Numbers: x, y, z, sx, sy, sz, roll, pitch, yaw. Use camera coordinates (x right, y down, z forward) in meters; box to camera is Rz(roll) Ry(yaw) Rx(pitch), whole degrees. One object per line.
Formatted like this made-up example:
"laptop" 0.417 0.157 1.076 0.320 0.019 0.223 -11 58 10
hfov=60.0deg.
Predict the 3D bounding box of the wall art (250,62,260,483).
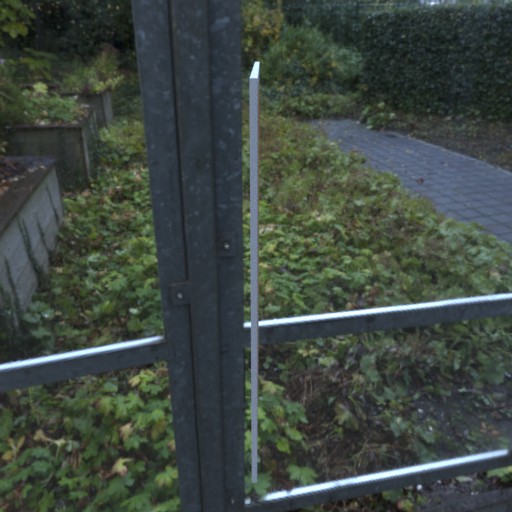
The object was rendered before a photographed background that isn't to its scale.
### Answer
"wall art" 0.000 0.000 1.200 0.013 0.940 0.659 0 26 1
